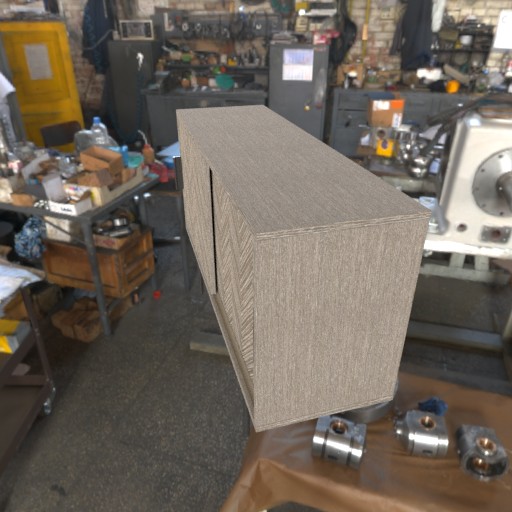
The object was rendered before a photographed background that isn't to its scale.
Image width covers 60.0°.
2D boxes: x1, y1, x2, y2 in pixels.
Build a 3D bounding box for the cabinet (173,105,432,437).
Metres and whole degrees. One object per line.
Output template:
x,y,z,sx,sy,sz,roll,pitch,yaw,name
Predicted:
0.000,0.000,1.546,0.405,0.787,1.194,-8,30,-14,cabinet
